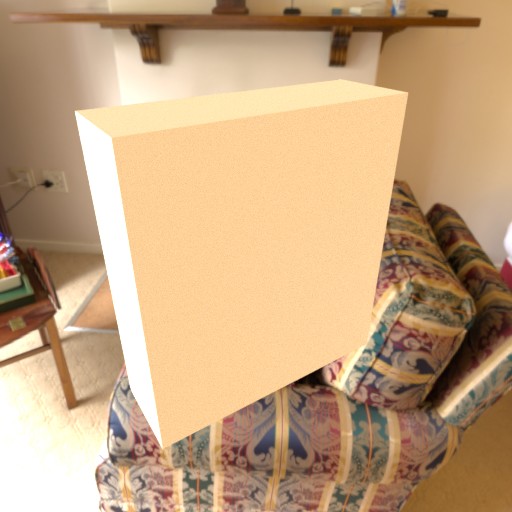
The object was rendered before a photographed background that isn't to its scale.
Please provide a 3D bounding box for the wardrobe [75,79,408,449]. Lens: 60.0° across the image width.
[{"bbox_3d":[0.000,0.000,3.003,1.830,2.020,0.600,-18,35,-28],"label":"wardrobe"}]
